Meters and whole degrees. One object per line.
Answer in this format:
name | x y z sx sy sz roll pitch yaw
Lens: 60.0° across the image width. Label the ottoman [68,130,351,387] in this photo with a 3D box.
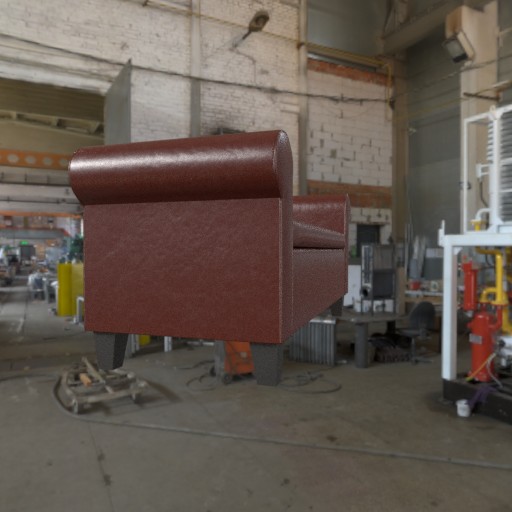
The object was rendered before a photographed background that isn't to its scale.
ottoman | 0.000 0.000 1.545 0.521 0.547 1.256 0 1 18
